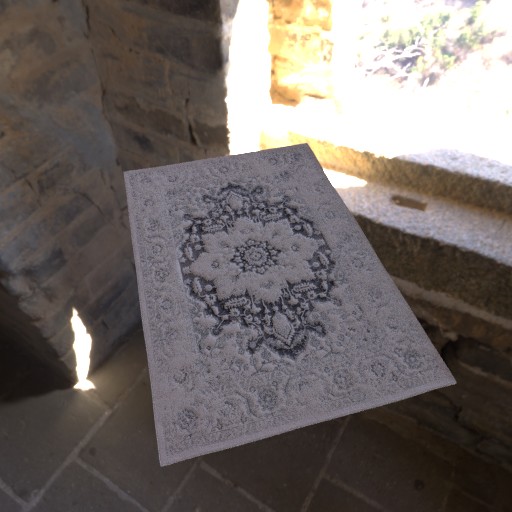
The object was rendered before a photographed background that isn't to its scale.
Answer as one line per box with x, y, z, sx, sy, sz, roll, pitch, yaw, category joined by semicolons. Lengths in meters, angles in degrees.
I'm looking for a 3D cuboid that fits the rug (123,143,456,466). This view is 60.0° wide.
0.000;0.000;2.302;1.223;0.008;1.813;-12;49;-10;rug
